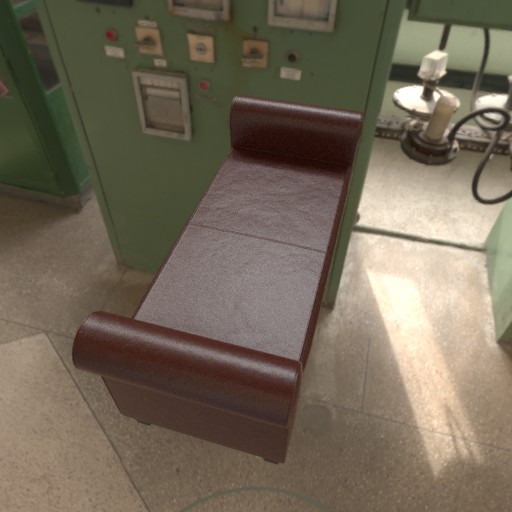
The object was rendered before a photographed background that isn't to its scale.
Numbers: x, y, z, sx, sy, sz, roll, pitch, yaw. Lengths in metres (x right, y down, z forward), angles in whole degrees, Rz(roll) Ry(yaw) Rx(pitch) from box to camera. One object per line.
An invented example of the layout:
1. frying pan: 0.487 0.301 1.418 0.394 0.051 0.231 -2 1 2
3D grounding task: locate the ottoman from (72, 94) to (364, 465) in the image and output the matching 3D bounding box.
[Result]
1. ottoman: 0.000 0.000 1.523 0.521 0.547 1.256 12 48 11
